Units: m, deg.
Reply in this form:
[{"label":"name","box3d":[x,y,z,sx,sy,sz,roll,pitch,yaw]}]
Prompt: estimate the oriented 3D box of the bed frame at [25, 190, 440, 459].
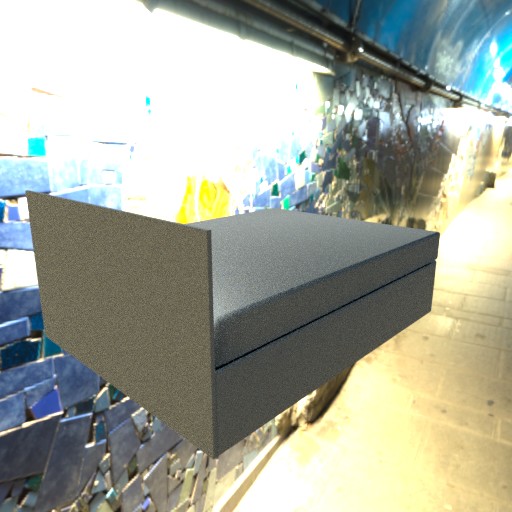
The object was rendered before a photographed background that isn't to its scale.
[{"label":"bed frame","box3d":[0.000,0.000,2.538,1.400,0.800,1.900,14,21,42]}]
